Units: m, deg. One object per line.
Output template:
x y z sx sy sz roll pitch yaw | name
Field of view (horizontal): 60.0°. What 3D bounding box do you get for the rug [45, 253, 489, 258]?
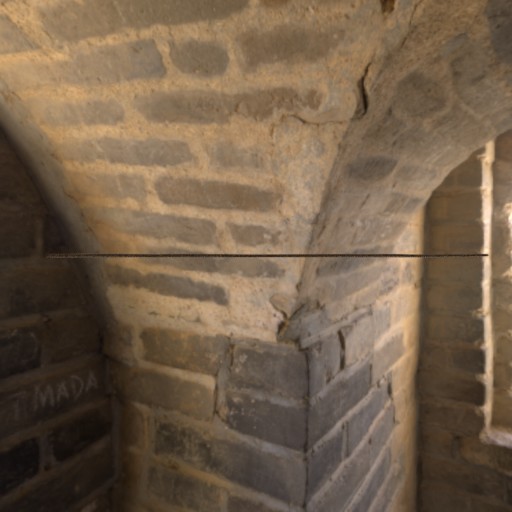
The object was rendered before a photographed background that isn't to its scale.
0.000 0.000 2.311 1.822 0.018 1.211 0 0 -17 | rug
